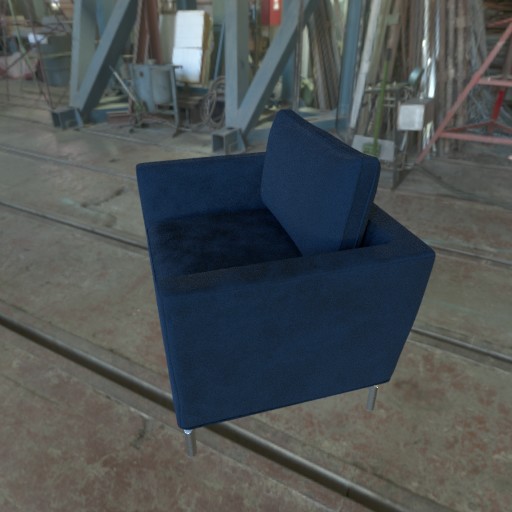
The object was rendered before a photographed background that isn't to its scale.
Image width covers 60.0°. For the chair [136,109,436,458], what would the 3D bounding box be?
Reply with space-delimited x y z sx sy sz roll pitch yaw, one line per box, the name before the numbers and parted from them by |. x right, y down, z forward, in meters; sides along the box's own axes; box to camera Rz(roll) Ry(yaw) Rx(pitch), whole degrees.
chair | 0.000 0.000 1.600 0.746 0.893 0.977 -8 32 -14
